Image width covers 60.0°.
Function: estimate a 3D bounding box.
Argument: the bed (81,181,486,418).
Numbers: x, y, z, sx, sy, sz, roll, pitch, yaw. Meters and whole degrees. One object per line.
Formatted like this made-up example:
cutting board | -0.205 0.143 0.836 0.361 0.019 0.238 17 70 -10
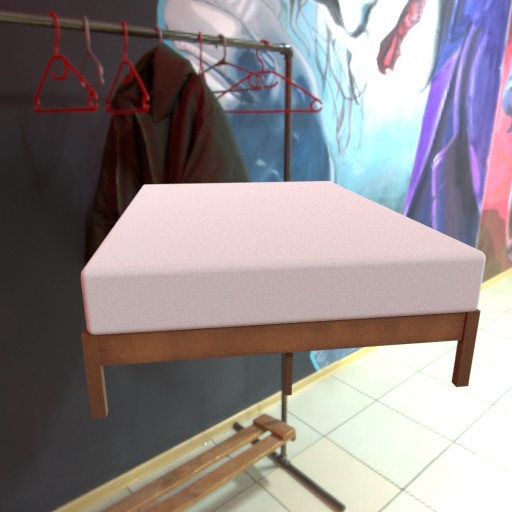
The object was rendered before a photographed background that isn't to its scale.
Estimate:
bed | 0.000 0.000 2.638 1.529 0.593 2.050 -2 17 -8
